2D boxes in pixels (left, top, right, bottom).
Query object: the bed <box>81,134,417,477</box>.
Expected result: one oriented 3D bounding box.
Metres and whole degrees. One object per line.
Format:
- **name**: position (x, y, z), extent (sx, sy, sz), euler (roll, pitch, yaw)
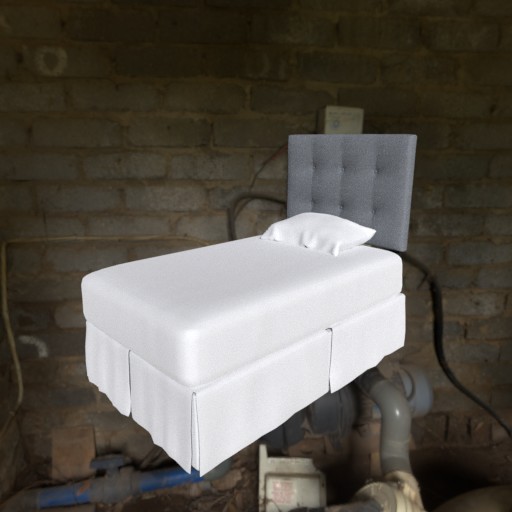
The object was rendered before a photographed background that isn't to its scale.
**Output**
- **bed**: position (0.000, 0.000, 2.955), extent (1.997, 1.571, 1.261), euler (-14, 20, -42)
